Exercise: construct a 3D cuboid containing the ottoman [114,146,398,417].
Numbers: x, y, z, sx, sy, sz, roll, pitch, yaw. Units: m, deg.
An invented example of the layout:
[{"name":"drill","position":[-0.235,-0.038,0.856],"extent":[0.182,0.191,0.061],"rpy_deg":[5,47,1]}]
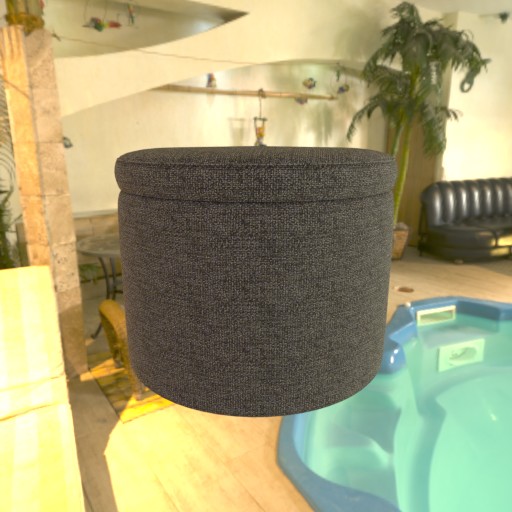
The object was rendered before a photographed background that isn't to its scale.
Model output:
[{"name":"ottoman","position":[0.000,0.000,0.892],"extent":[0.520,0.430,0.520],"rpy_deg":[0,15,0]}]
